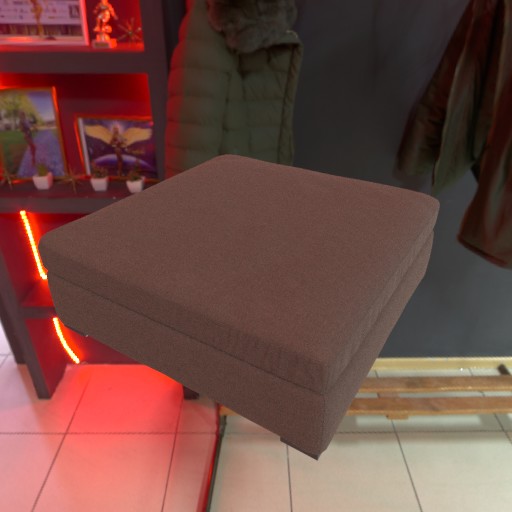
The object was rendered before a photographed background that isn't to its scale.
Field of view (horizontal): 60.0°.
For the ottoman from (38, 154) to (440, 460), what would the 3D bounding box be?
[{"bbox_3d":[0.000,0.000,1.829,1.181,0.470,1.181,18,35,27],"label":"ottoman"}]
